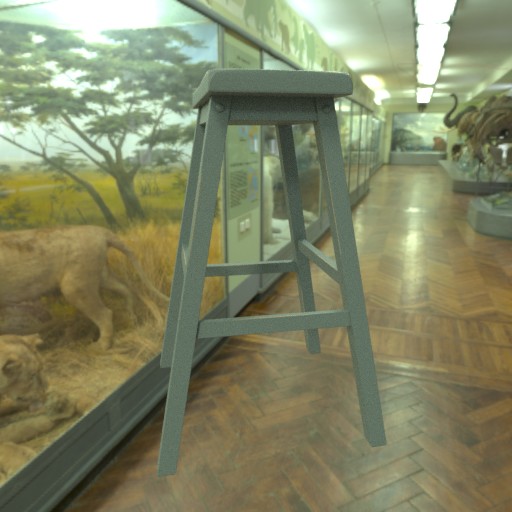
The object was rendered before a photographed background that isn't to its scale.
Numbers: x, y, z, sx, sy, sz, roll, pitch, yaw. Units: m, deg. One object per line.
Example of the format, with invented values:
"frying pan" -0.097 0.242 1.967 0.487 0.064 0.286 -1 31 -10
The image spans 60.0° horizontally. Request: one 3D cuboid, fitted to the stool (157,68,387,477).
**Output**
"stool" 0.000 0.000 1.018 0.476 0.737 0.457 -3 15 -11
